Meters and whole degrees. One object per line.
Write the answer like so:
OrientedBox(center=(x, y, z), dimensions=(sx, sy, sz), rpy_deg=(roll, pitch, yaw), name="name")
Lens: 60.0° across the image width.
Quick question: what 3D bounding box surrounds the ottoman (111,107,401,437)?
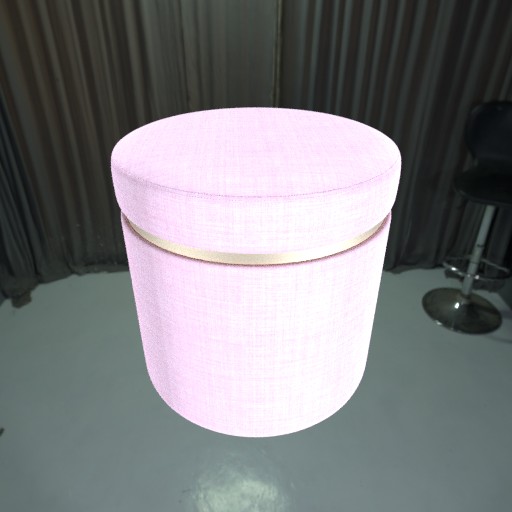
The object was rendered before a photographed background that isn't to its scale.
OrientedBox(center=(0.000, 0.000, 0.721), dimensions=(0.400, 0.406, 0.400), rpy_deg=(0, 31, 0), name="ottoman")
